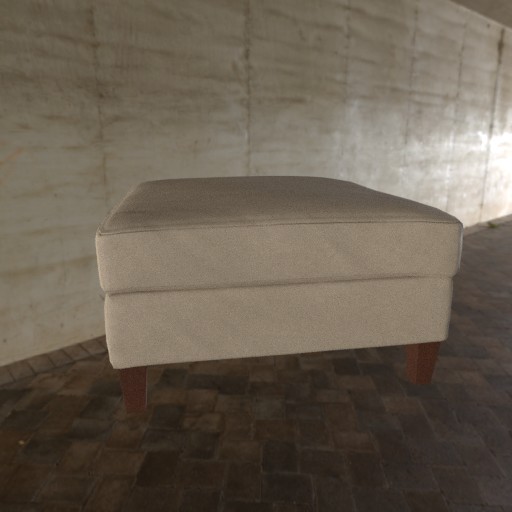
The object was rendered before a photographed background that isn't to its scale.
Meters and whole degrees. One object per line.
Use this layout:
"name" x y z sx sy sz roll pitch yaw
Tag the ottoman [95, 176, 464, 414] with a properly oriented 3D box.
"ottoman" 0.000 0.000 1.456 0.836 0.492 1.002 -3 15 -10
